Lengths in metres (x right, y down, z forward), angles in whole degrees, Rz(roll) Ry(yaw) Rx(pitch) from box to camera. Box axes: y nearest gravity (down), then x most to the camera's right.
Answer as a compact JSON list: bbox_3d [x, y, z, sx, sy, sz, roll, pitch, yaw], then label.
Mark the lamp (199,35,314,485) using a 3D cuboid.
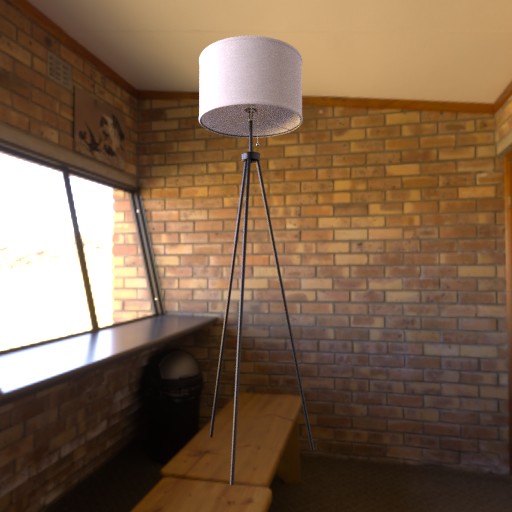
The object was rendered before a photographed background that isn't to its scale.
[{"bbox_3d":[0.000,0.000,1.760,0.458,1.545,0.448,1,-2,-19],"label":"lamp"}]
